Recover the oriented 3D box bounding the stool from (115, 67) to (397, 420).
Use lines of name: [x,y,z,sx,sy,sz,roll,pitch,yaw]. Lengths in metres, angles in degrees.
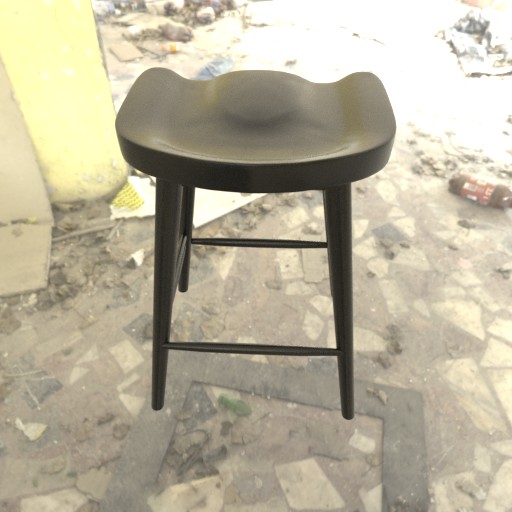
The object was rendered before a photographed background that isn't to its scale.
stool: [0.000,0.000,0.865,0.440,0.615,0.361,2,45,2]
